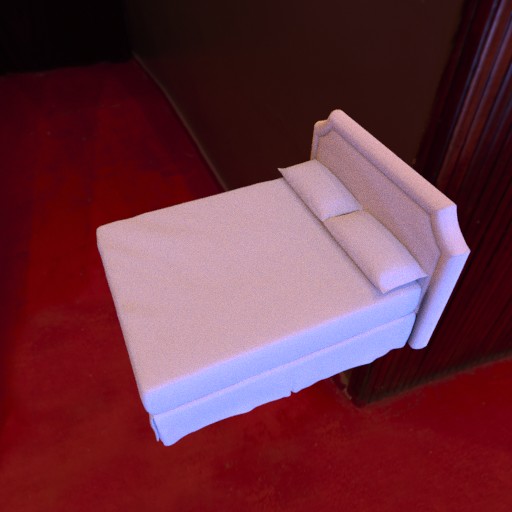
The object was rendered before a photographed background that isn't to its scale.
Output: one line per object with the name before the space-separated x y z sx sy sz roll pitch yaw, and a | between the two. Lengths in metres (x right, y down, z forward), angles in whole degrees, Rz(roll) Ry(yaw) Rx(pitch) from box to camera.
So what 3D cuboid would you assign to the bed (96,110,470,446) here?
bed | 0.000 0.000 3.345 2.164 1.297 1.828 -17 48 -17
